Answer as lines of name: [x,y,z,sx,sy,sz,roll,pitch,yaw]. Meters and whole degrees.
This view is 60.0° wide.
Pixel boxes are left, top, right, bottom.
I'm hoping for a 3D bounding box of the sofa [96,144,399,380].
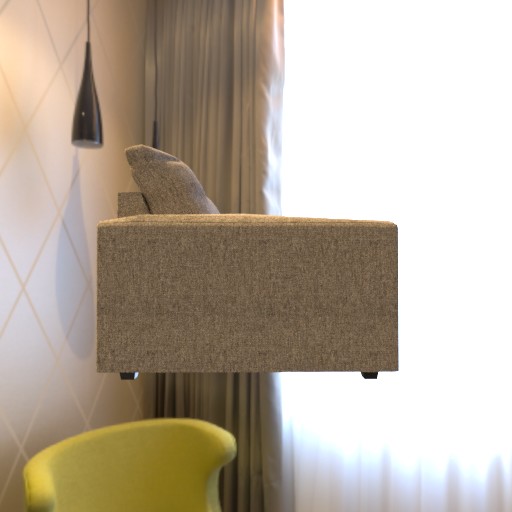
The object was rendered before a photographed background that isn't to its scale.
sofa: [0.000,0.000,2.374,1.094,0.877,1.758,0,-1,0]
